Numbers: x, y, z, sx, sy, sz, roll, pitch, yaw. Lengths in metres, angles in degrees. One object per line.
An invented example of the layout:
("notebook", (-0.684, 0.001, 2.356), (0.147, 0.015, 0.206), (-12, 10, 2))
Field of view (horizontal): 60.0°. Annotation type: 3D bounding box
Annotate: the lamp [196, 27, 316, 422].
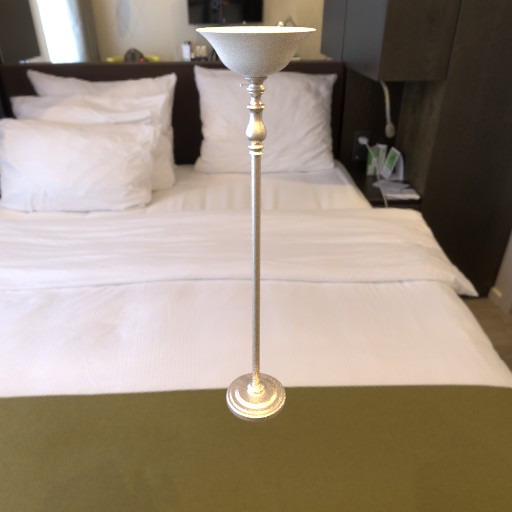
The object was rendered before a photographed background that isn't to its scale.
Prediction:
("lamp", (0.000, 0.000, 1.942), (0.405, 1.771, 0.405), (-19, 34, -30))
